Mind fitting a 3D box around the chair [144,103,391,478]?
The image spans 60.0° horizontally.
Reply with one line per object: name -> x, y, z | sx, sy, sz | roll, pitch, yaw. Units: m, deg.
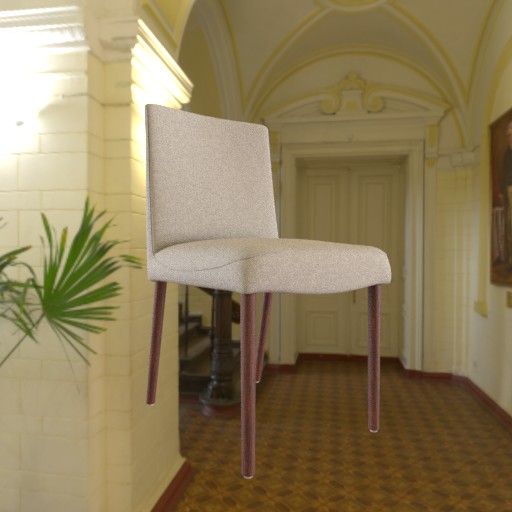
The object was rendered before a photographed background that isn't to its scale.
chair -> 0.000, 0.000, 1.166 | 0.456, 0.859, 0.570 | -1, 1, -36
